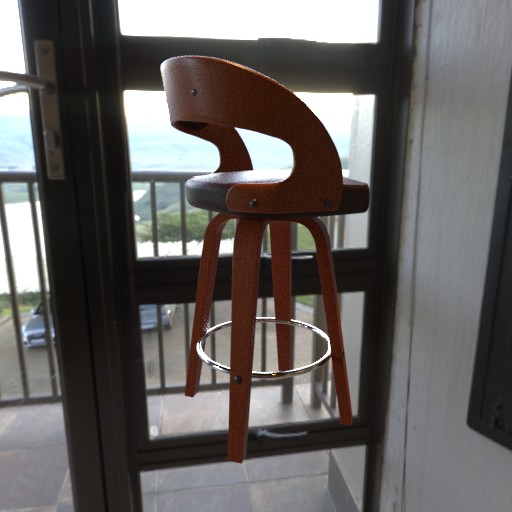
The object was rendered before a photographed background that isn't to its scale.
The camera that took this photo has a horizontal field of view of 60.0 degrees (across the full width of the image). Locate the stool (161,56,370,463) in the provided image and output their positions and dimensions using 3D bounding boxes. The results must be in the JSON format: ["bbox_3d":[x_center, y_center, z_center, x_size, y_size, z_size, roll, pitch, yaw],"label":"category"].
[{"bbox_3d":[0.000,0.000,1.188,0.457,0.940,0.457,-7,15,-26],"label":"stool"}]
